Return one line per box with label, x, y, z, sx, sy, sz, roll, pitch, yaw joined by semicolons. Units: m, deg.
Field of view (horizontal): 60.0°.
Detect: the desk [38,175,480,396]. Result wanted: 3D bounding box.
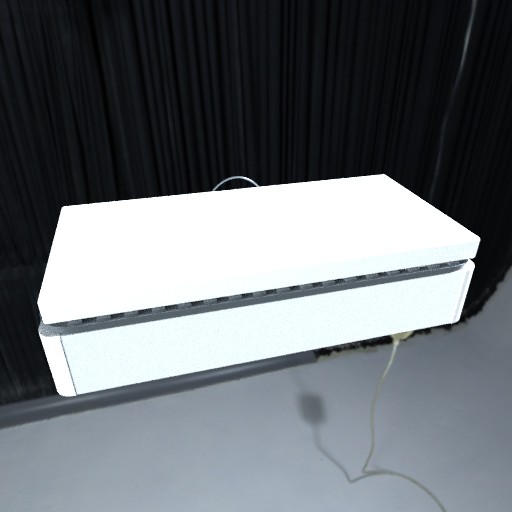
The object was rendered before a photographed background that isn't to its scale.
desk;0.000;0.000;2.220;1.900;0.526;0.900;-8;31;-13
